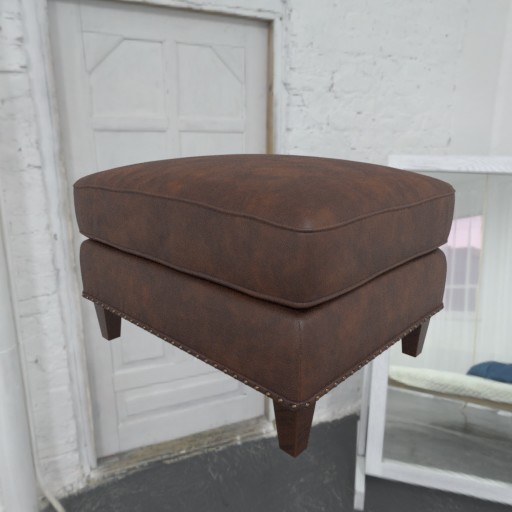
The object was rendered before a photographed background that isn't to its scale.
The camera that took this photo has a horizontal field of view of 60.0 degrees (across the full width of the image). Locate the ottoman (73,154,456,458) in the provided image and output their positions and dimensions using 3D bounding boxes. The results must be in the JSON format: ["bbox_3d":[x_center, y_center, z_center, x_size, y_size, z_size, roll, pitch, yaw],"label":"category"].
[{"bbox_3d":[0.000,0.000,1.098,0.742,0.486,0.586,15,22,41],"label":"ottoman"}]
